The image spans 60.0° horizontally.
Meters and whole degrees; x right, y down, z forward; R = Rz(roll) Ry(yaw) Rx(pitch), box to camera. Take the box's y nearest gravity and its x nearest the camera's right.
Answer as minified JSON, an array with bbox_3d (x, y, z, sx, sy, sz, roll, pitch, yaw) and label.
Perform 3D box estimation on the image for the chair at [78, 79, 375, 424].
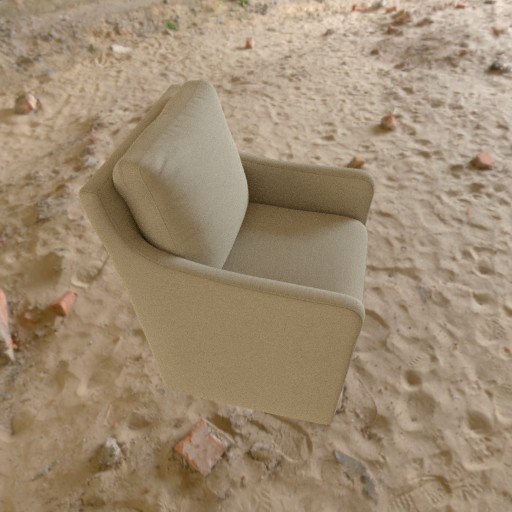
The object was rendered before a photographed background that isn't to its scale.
[{"bbox_3d":[0.000,0.000,1.410,0.694,0.914,0.626,10,46,9],"label":"chair"}]
